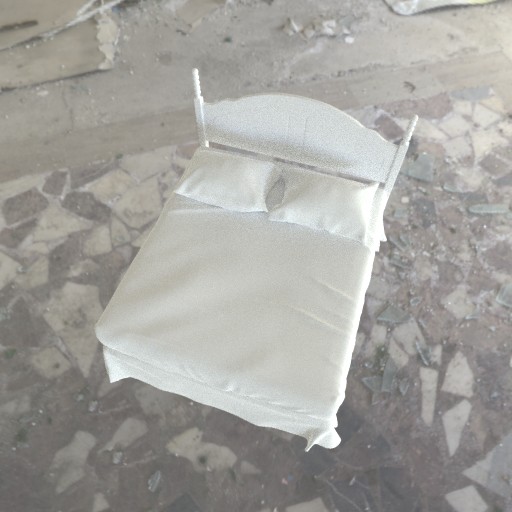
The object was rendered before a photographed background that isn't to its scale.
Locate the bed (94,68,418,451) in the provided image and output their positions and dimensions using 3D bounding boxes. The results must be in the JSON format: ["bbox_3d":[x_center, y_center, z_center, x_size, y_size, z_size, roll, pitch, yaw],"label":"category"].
[{"bbox_3d":[0.000,0.000,3.158,1.873,1.356,2.040,16,58,10],"label":"bed"}]
